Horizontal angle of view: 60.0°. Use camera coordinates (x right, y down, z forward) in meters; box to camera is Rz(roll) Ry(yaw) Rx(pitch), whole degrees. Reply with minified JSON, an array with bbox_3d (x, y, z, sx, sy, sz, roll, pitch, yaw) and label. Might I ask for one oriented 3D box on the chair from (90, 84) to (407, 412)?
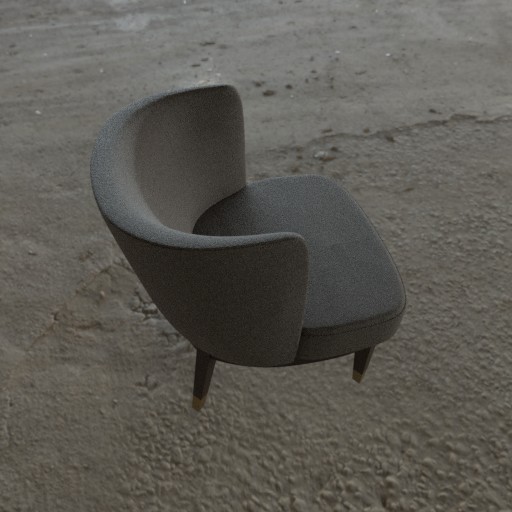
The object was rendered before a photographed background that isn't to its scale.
[{"bbox_3d":[0.000,0.000,1.207,0.698,0.695,0.639,-9,46,-9],"label":"chair"}]
